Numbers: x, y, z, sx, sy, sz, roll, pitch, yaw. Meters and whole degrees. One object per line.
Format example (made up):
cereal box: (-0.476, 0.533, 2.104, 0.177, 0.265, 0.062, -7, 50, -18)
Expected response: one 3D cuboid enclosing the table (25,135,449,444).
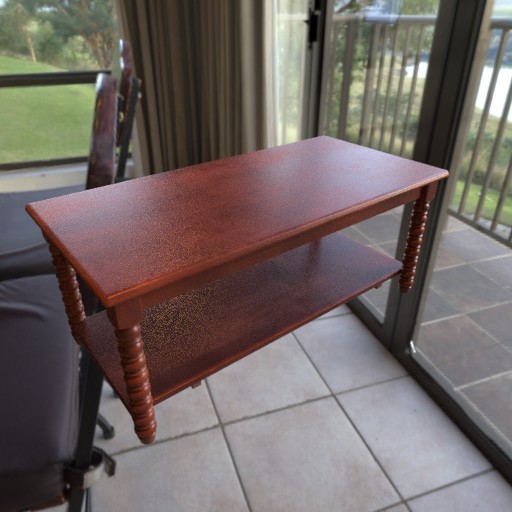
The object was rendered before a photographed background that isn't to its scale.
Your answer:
table: (0.000, 0.000, 1.453, 1.171, 0.485, 0.580, -21, 36, -32)
